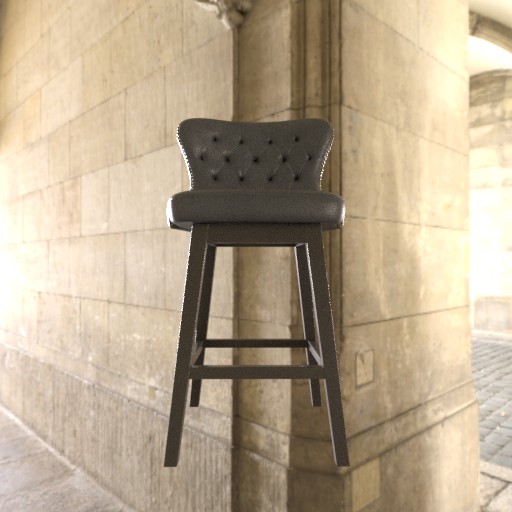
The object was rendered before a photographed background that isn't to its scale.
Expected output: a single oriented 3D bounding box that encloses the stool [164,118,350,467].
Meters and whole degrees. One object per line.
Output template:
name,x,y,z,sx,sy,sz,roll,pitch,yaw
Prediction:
stool,0.000,0.000,1.315,0.528,0.971,0.593,0,-1,0
